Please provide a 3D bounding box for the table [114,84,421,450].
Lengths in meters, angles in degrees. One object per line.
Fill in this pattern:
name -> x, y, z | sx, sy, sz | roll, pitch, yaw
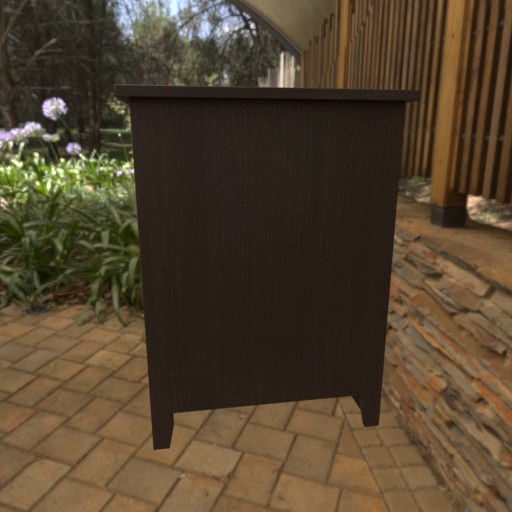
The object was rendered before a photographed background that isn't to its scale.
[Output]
table -> 0.000, 0.000, 0.942 | 0.480, 0.635, 0.381 | -2, 15, -9
